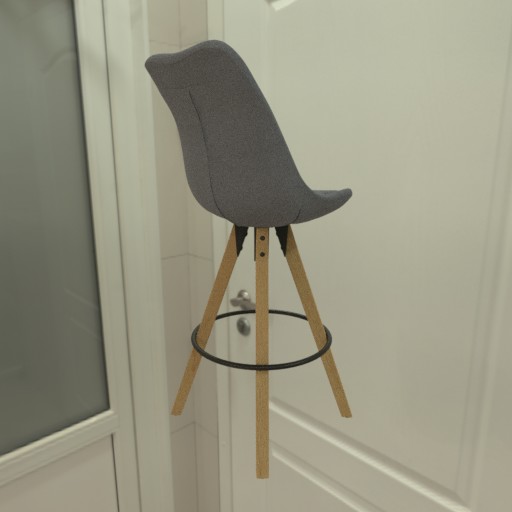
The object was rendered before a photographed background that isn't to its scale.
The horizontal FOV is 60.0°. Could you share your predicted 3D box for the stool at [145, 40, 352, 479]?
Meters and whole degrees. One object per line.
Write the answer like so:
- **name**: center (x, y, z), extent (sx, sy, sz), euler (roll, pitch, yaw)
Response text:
- **stool**: center (0.000, 0.000, 1.365), extent (0.550, 1.115, 0.485), euler (-13, 19, -43)
